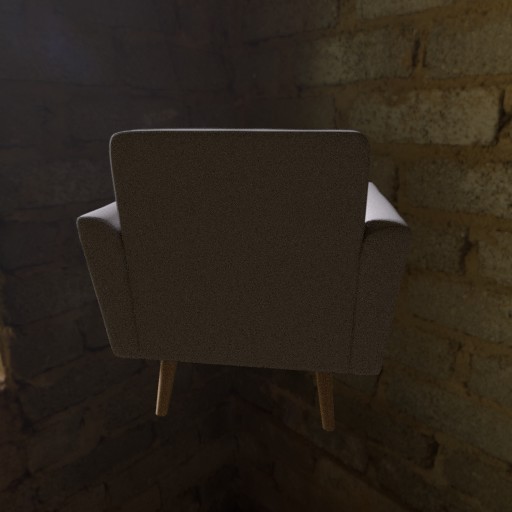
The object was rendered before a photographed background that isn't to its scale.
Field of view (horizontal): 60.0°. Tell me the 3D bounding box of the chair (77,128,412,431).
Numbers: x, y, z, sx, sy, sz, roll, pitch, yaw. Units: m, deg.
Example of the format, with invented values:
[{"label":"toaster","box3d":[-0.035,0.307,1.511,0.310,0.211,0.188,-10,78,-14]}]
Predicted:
[{"label":"chair","box3d":[0.000,0.000,1.385,0.780,0.780,0.750,2,17,7]}]
